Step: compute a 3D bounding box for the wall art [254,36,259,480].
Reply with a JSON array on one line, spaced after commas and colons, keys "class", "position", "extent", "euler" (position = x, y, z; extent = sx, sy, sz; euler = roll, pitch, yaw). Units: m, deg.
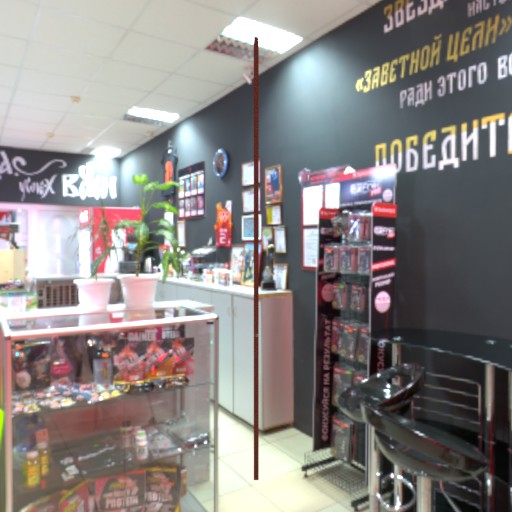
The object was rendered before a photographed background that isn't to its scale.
[{"class": "wall art", "position": [0.000, 0.000, 2.281], "extent": [0.017, 1.521, 1.527], "euler": [0, 1, 0]}]
